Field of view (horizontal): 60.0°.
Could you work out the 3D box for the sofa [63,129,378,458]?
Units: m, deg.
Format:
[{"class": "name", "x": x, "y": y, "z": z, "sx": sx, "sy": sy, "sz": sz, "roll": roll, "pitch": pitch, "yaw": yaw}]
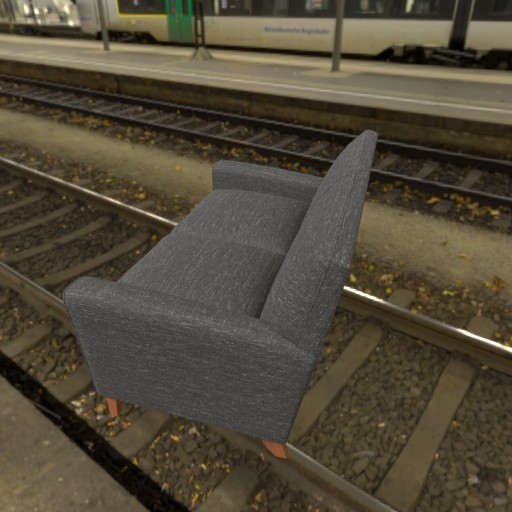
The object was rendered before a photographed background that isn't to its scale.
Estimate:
[{"class": "sofa", "x": 0.000, "y": 0.000, "z": 1.950, "sx": 0.875, "sy": 0.846, "sz": 1.420, "roll": 8, "pitch": 31, "yaw": 14}]
